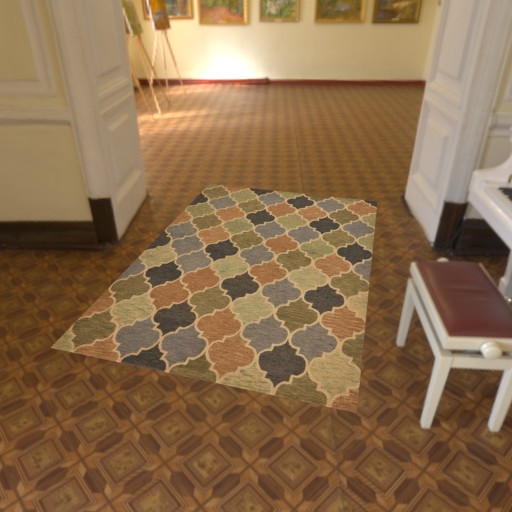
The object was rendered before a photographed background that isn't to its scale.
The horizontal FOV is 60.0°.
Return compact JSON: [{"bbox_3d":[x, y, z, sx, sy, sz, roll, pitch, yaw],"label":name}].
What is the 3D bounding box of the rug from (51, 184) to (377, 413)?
[{"bbox_3d":[0.000,0.000,3.015,1.521,0.006,2.284,8,32,13],"label":"rug"}]
